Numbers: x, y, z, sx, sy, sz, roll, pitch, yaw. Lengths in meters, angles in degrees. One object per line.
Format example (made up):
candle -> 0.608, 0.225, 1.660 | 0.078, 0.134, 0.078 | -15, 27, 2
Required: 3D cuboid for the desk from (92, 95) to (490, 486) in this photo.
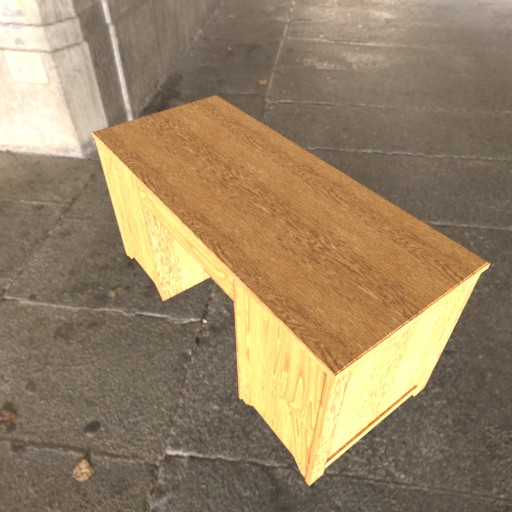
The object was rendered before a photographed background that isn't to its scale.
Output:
desk -> 0.000, 0.000, 1.956 | 0.685, 0.751, 1.567 | -27, 50, -26
